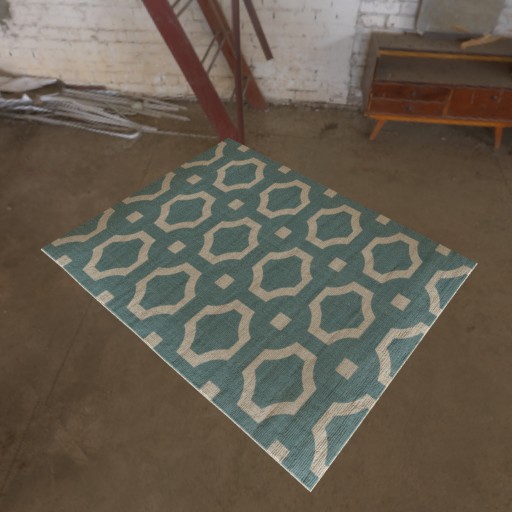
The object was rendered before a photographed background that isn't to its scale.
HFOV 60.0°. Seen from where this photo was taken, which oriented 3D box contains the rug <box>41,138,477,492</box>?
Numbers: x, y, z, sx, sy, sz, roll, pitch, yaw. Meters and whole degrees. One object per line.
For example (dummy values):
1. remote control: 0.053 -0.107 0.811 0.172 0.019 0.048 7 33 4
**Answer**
1. rug: 0.000 0.000 3.973 3.049 0.021 2.466 33 55 27
